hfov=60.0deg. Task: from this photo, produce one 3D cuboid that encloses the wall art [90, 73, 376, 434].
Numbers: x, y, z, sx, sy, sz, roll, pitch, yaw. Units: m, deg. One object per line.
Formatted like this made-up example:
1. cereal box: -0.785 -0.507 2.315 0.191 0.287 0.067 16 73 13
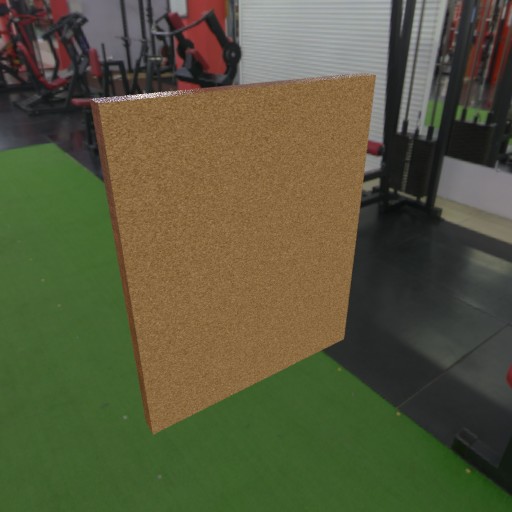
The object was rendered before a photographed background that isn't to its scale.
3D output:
1. wall art: 0.000 0.000 0.780 0.467 0.567 0.033 -18 34 -30
